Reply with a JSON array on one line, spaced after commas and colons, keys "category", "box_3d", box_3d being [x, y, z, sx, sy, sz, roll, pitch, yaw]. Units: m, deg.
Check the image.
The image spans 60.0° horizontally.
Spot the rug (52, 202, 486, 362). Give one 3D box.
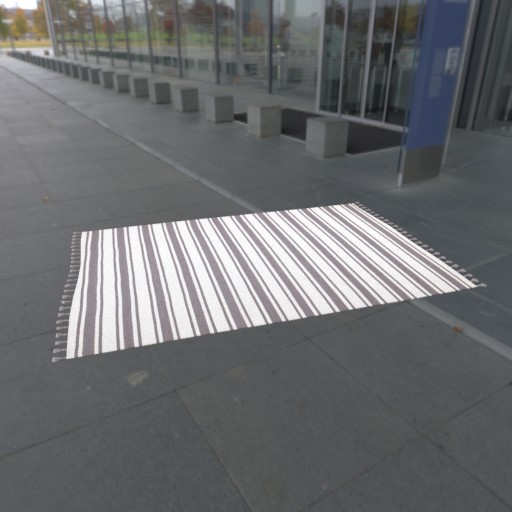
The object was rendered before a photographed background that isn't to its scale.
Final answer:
[{"category": "rug", "box_3d": [0.000, 0.000, 2.993, 2.425, 0.014, 1.563, -8, 27, -15]}]
